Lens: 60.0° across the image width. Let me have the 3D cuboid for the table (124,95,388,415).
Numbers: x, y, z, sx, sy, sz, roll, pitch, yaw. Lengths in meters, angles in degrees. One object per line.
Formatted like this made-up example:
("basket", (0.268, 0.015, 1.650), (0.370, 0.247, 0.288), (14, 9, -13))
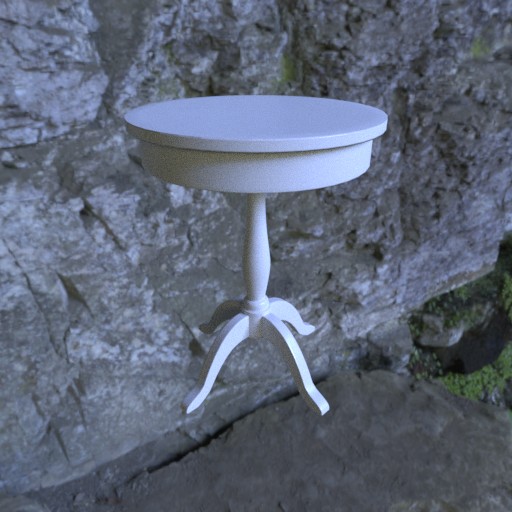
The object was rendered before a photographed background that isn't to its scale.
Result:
("table", (0.000, 0.000, 1.038), (0.513, 0.653, 0.513), (0, 27, 0))
